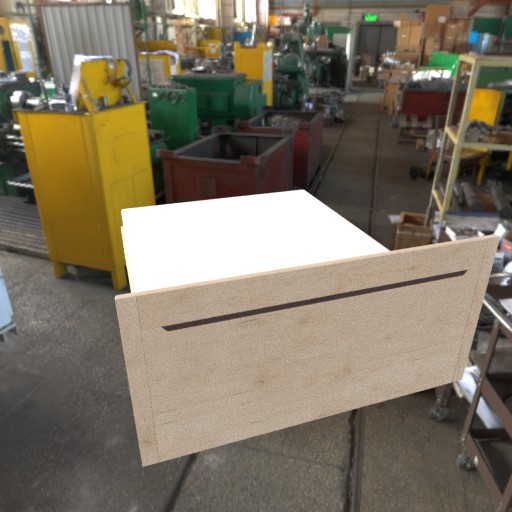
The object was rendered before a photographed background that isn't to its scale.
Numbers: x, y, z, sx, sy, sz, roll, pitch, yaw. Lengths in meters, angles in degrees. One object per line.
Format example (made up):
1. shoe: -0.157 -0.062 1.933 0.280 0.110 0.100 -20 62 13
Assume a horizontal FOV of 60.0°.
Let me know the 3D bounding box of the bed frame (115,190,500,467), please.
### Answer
1. bed frame: 0.000 0.000 2.973 1.800 0.900 2.080 -9 28 -17
